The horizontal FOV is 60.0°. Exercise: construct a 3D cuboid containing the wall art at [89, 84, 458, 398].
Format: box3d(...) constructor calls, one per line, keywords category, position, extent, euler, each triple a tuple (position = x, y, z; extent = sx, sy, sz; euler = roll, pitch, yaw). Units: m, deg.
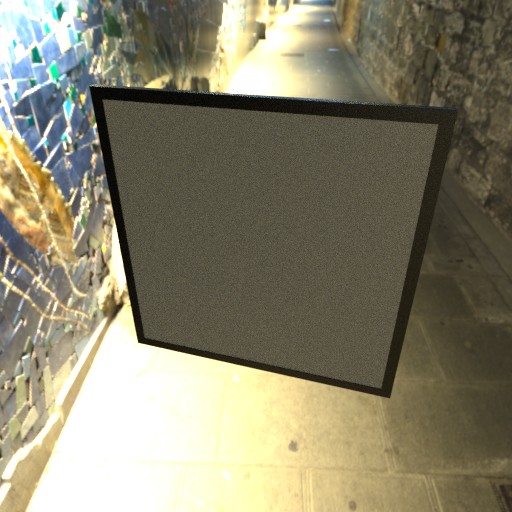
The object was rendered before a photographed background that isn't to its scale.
box3d(category="wall art", position=(0.000, 0.000, 1.161), extent=(0.807, 0.807, 0.022), euler=(9, 33, 14))
